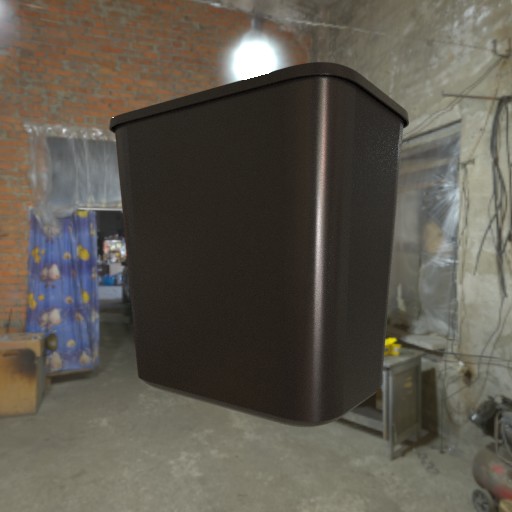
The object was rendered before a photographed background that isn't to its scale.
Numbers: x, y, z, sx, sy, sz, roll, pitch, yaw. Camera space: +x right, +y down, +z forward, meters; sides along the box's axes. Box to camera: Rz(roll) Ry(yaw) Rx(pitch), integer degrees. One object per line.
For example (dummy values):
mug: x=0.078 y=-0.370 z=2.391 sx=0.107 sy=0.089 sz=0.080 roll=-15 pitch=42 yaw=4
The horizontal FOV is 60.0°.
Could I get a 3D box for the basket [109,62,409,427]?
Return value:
basket: x=0.000 y=0.000 z=0.504 sx=0.300 sy=0.307 sz=0.211 roll=1 pitch=1 yaw=36
